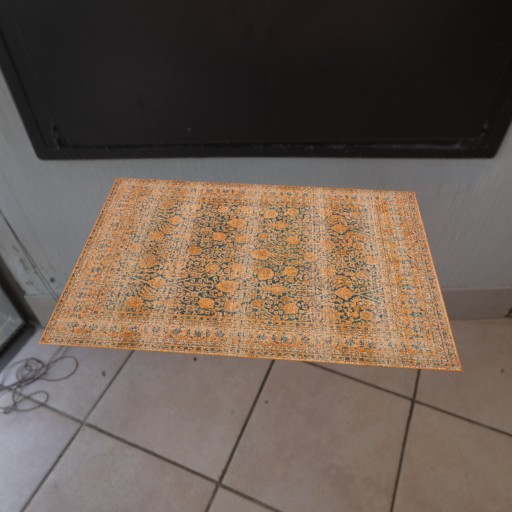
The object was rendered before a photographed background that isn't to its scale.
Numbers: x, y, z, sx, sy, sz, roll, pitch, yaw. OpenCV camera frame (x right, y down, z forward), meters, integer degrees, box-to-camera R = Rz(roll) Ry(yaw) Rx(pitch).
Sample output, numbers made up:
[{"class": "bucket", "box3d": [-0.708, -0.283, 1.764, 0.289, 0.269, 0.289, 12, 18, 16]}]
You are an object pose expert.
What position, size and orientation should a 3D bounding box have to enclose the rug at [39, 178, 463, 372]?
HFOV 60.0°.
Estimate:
[{"class": "rug", "box3d": [0.000, 0.000, 2.952, 2.336, 0.007, 1.525, 3, 47, 3]}]
